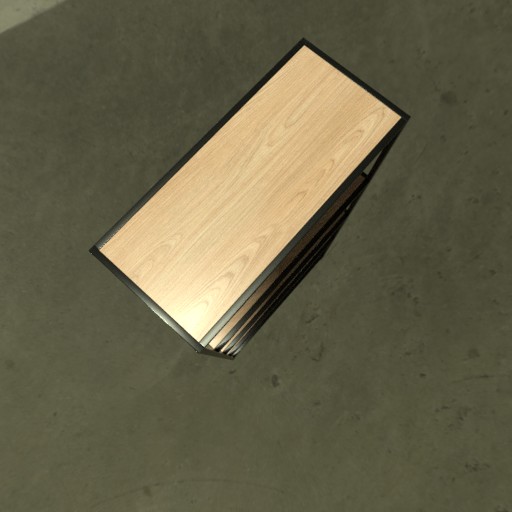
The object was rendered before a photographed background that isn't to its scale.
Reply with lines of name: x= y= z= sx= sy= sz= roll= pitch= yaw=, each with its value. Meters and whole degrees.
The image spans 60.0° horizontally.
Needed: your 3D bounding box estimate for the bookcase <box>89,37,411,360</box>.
bookcase: x=0.000 y=0.000 z=1.788 sx=0.350 sy=1.500 sz=0.770 roll=41 pitch=80 yaw=9
